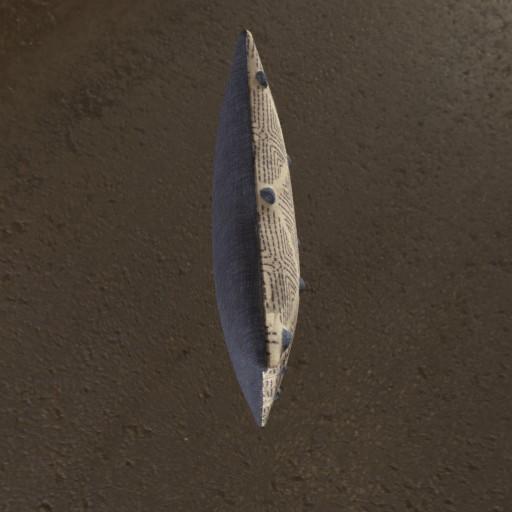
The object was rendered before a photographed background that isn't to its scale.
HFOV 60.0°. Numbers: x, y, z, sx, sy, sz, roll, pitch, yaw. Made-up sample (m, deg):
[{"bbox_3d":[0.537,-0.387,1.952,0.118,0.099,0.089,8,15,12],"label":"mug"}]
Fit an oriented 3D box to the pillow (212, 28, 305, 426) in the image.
[{"bbox_3d":[0.000,0.000,0.772,0.145,0.510,0.510,-3,64,-1],"label":"pillow"}]
